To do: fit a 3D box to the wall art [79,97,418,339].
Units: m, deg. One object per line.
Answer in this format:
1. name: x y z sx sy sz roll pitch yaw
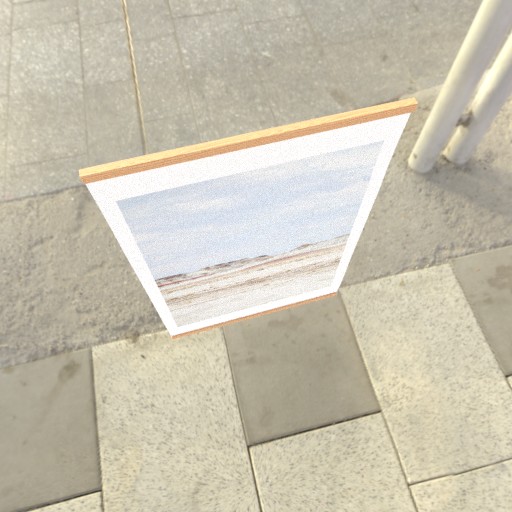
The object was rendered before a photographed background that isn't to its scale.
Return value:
1. wall art: 0.000 0.000 1.958 1.011 1.521 0.025 -14 63 -7
